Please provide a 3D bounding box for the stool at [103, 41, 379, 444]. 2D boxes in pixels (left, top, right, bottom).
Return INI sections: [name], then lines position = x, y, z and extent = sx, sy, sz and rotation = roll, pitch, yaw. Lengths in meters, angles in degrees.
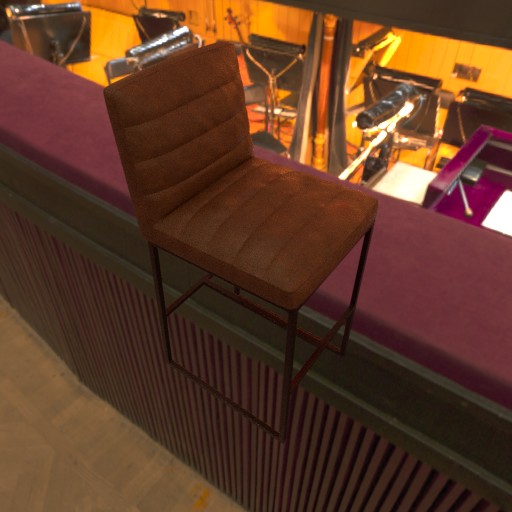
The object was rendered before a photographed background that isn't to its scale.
[stool]
position = 0.000, 0.000, 1.354
extent = 0.562, 1.065, 0.463
rotation = 26, 48, 26
